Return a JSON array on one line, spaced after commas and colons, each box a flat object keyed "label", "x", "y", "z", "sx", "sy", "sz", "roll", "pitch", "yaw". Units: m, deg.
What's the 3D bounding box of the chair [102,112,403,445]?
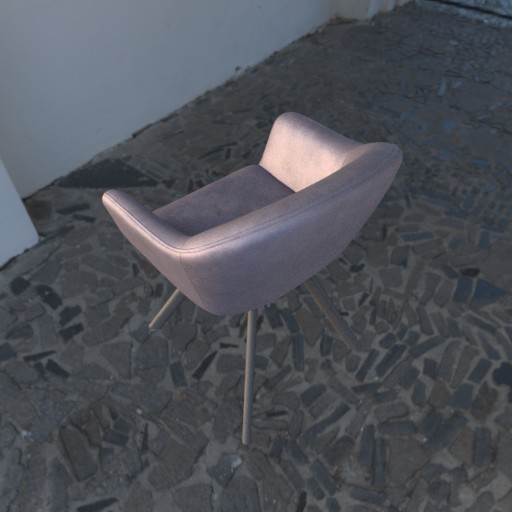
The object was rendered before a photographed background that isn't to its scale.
[{"label": "chair", "x": 0.000, "y": 0.000, "z": 1.150, "sx": 0.567, "sy": 0.781, "sz": 0.544, "roll": -31, "pitch": 54, "yaw": -26}]
